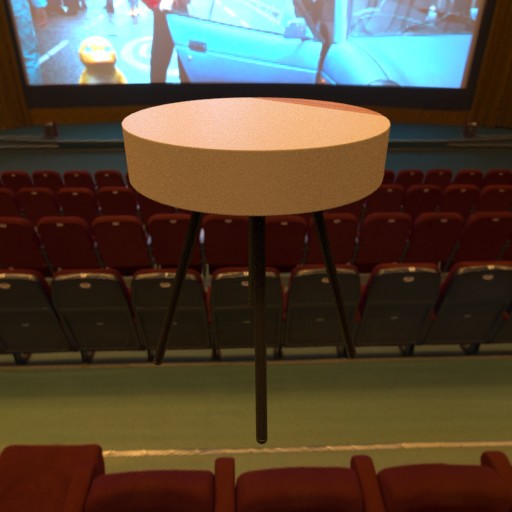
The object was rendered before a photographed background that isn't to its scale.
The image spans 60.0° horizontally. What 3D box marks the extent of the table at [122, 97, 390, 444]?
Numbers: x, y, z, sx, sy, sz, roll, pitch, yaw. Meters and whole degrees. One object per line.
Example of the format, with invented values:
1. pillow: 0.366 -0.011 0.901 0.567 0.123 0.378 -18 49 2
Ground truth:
1. table: 0.000 0.000 0.862 0.450 0.525 0.450 0 28 0
